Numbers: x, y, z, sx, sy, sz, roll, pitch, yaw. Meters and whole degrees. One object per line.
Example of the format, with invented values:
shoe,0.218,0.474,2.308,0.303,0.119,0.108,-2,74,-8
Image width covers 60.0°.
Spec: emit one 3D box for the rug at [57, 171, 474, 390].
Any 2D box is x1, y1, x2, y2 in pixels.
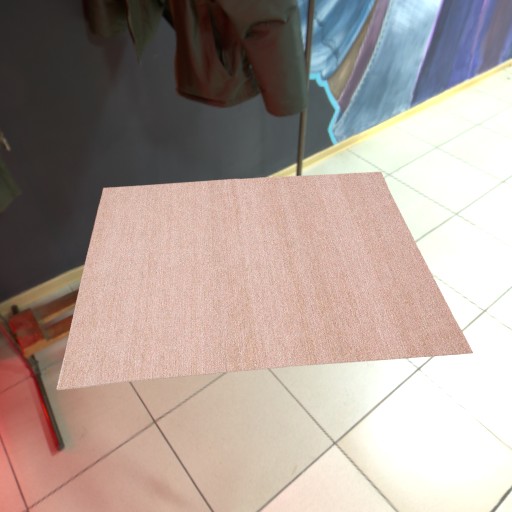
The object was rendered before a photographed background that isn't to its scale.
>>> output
rug,0.000,0.000,4.205,3.202,0.045,2.434,-4,46,-4
